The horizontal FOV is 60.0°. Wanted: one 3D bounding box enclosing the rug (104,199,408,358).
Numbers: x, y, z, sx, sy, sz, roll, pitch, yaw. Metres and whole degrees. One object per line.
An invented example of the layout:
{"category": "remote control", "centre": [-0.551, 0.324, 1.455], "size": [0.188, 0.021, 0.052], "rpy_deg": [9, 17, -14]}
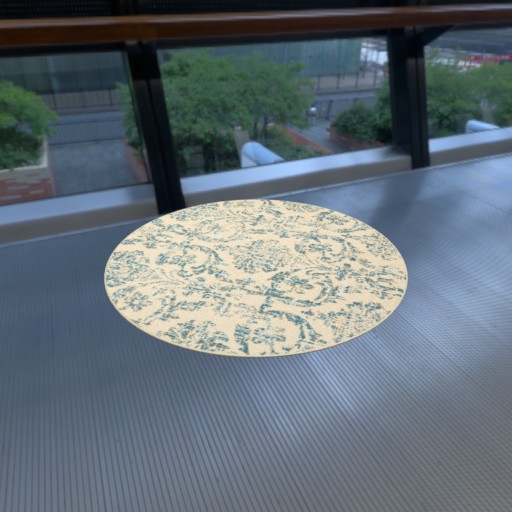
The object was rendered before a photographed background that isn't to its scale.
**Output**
{"category": "rug", "centre": [0.000, 0.000, 2.425], "size": [1.593, 0.012, 1.593], "rpy_deg": [0, 30, 0]}
